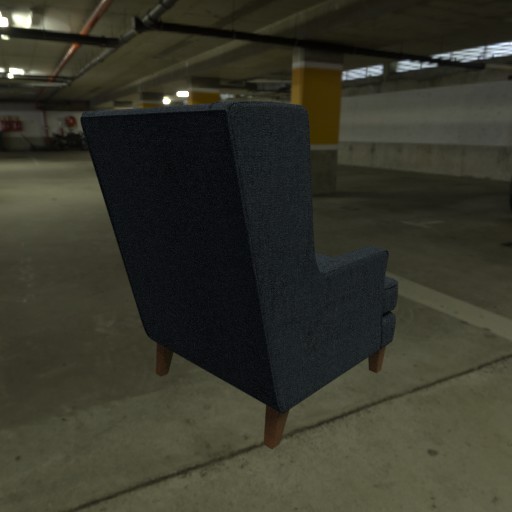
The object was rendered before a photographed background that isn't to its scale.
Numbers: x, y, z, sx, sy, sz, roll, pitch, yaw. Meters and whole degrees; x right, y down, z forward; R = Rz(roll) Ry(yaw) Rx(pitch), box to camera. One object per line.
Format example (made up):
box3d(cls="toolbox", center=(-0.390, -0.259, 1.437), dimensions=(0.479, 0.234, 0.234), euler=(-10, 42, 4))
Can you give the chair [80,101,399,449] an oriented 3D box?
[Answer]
box3d(cls="chair", center=(0.000, 0.000, 1.714), dimensions=(0.764, 1.072, 0.947), euler=(15, 21, 42))
